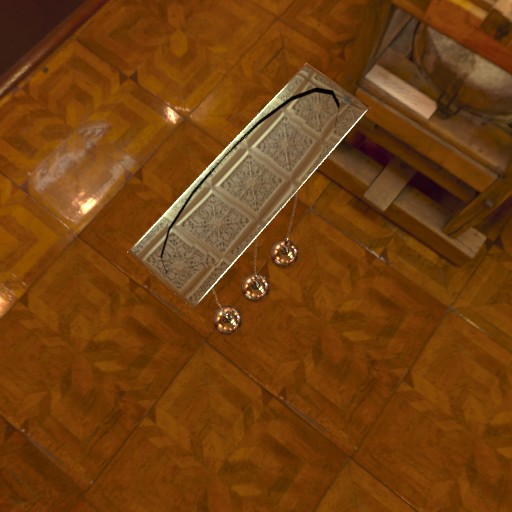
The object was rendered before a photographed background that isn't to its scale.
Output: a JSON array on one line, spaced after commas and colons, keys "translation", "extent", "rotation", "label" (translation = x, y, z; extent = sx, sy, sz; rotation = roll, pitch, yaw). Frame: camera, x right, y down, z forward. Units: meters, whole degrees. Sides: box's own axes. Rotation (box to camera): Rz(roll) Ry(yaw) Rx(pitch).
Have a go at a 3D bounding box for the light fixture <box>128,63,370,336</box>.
[{"translation": [0.000, 0.000, 1.663], "extent": [0.188, 1.408, 0.623], "rotation": [39, 79, 9], "label": "light fixture"}]
